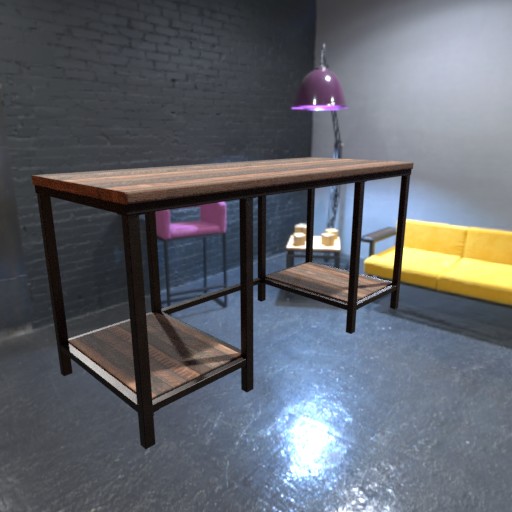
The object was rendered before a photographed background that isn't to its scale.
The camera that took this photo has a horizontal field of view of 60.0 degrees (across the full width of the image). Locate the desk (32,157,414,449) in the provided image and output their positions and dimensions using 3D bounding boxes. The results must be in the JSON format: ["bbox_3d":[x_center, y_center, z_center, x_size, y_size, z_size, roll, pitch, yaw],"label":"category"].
[{"bbox_3d":[0.000,0.000,1.921,0.617,0.753,1.538,15,22,43],"label":"desk"}]
